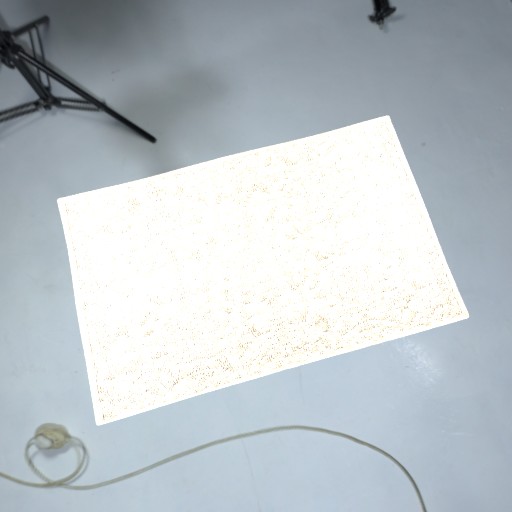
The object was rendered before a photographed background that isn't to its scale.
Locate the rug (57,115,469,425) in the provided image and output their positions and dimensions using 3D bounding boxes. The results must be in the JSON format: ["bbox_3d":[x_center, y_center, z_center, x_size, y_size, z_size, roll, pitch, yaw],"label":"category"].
[{"bbox_3d":[0.000,0.000,2.957,2.435,0.012,1.529,-15,76,-4],"label":"rug"}]
